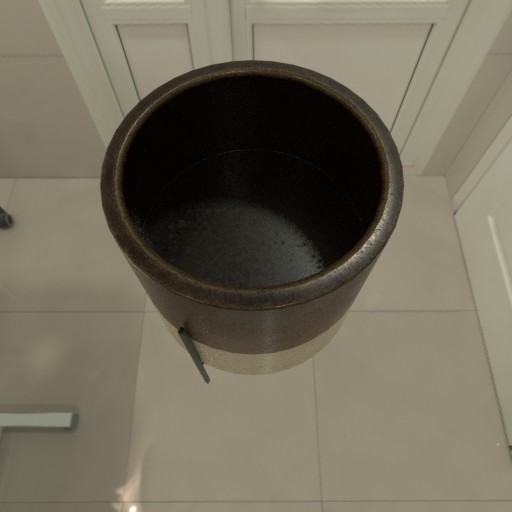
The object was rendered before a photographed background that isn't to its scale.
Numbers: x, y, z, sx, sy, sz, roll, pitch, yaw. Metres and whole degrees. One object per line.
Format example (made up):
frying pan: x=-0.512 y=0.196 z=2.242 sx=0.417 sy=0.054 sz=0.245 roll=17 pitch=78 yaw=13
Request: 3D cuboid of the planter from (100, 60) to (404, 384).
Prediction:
planter: x=0.000 y=0.000 z=0.708 sx=0.354 sy=0.465 sz=0.345 roll=0 pitch=64 yaw=0
